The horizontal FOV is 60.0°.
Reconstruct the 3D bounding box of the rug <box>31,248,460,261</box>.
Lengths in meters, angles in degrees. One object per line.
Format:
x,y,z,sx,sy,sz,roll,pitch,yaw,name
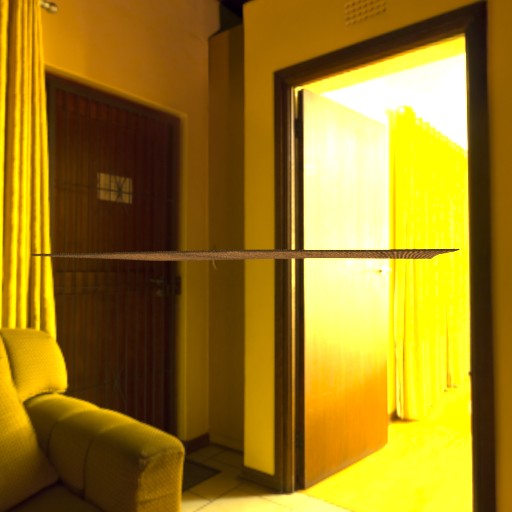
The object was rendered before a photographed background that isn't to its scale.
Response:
0.000,0.000,2.270,1.777,0.021,1.145,-1,-2,18,rug
